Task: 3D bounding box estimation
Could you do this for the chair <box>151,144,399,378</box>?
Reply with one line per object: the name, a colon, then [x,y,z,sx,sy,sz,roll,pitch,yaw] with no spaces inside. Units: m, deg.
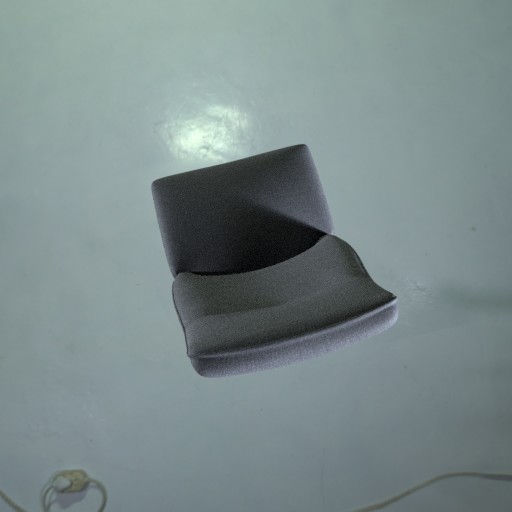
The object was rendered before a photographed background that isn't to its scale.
chair: [0.000,0.000,1.251,0.500,0.930,0.620,-15,76,-4]
